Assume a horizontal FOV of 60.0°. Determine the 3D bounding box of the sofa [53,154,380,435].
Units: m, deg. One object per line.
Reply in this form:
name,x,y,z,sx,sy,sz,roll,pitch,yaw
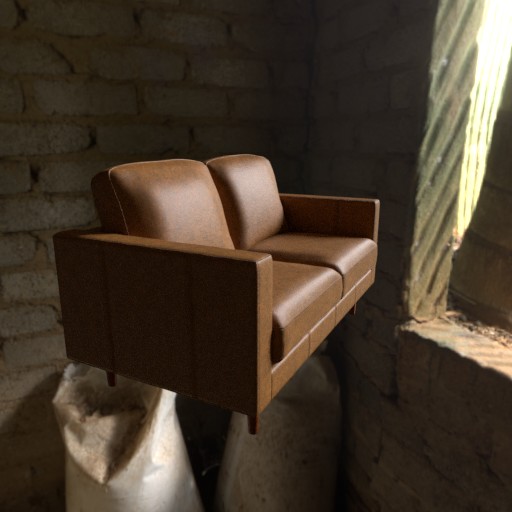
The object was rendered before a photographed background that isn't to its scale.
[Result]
sofa,0.000,0.000,2.188,0.909,0.951,1.578,8,16,27
